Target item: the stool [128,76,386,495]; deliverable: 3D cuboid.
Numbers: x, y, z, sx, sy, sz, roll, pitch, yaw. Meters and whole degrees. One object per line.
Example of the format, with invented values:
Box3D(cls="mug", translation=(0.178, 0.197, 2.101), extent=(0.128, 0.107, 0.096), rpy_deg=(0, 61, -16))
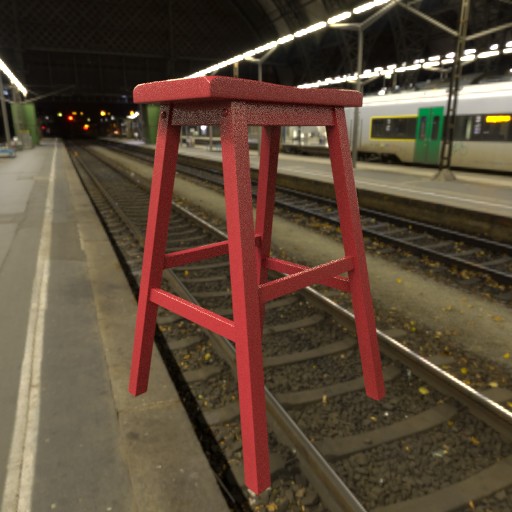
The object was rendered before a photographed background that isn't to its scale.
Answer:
Box3D(cls="stool", translation=(0.000, 0.000, 1.036), extent=(0.457, 0.737, 0.476), rpy_deg=(-15, 22, -42))
